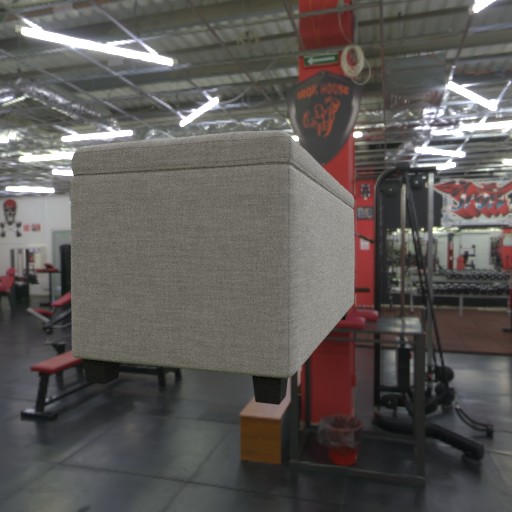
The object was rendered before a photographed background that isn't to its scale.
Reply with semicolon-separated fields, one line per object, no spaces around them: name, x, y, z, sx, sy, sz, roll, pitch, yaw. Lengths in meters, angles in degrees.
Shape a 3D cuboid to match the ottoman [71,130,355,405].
ottoman;0.000;0.000;1.125;0.419;0.432;0.902;0;2;18
